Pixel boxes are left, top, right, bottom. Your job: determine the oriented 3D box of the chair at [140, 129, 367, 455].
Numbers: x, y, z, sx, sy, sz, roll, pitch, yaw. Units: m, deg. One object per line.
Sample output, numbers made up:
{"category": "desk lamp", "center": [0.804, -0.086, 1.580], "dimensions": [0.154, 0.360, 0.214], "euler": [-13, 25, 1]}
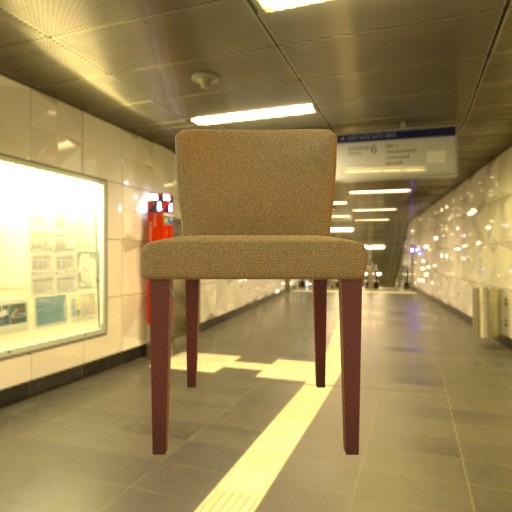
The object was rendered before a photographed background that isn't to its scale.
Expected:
{"category": "chair", "center": [0.000, 0.000, 1.201], "dimensions": [0.491, 0.839, 0.589], "euler": [0, 0, 0]}
